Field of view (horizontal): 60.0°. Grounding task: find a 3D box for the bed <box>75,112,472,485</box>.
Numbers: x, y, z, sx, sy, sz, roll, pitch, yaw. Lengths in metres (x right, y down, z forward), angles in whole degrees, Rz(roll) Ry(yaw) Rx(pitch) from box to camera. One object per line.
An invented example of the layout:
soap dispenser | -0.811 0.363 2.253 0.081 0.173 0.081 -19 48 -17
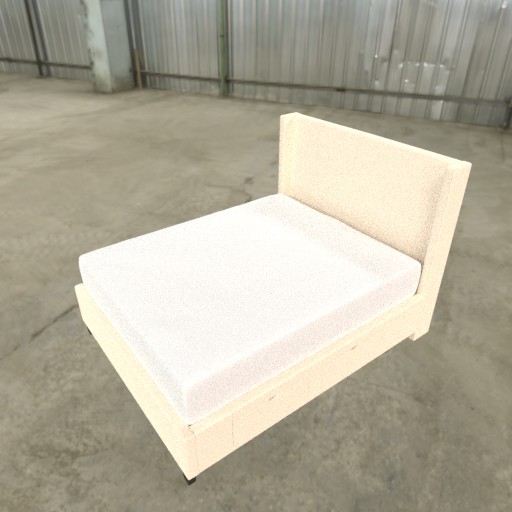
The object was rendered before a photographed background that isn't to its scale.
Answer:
bed | 0.000 0.000 3.335 2.280 1.471 1.765 -21 37 -31
